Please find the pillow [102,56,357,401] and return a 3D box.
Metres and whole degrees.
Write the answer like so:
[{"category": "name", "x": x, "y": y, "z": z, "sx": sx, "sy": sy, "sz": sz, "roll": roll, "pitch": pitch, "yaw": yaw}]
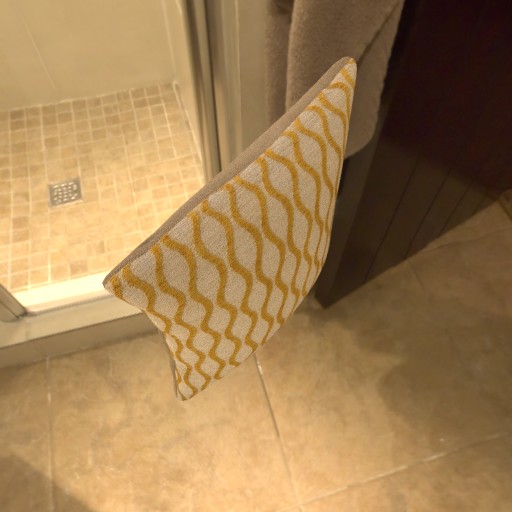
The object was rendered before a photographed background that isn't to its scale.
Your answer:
[{"category": "pillow", "x": 0.000, "y": 0.000, "z": 0.668, "sx": 0.159, "sy": 0.436, "sz": 0.429, "roll": 33, "pitch": 63, "yaw": 19}]
